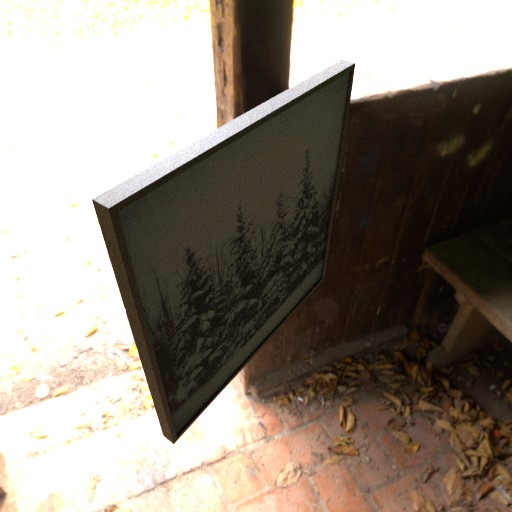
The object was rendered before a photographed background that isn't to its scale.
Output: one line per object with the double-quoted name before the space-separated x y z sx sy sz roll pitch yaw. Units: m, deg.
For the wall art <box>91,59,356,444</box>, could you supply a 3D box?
"wall art" 0.000 0.000 1.130 0.039 0.758 0.758 27 49 27
